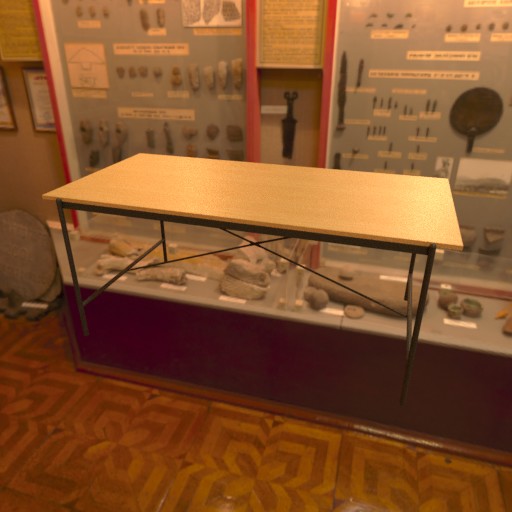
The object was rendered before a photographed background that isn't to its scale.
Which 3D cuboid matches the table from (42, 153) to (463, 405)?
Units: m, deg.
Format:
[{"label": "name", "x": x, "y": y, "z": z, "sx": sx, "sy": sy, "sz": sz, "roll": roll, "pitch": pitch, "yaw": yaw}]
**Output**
[{"label": "table", "x": 0.000, "y": 0.000, "z": 2.330, "sx": 1.800, "sy": 0.758, "sz": 0.900, "roll": 8, "pitch": 28, "yaw": 16}]
